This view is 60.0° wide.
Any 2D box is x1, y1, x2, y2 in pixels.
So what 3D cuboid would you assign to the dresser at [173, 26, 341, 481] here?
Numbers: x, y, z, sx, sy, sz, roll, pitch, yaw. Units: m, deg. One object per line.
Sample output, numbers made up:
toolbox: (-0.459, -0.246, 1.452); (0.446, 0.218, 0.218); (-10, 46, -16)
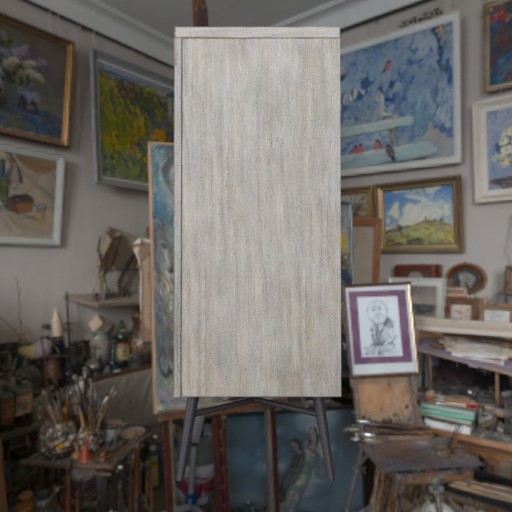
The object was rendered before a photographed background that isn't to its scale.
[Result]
dresser: (0.000, 0.000, 1.689); (0.457, 1.219, 1.016); (0, -1, 0)
